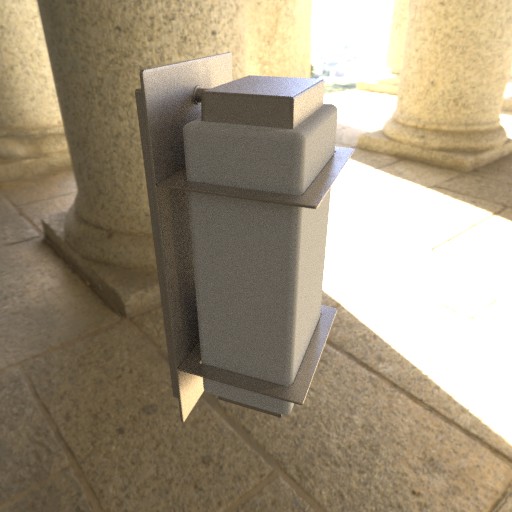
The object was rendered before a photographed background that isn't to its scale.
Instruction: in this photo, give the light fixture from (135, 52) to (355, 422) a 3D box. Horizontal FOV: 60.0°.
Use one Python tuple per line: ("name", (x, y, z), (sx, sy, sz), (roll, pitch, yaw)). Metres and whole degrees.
("light fixture", (0.000, 0.000, 0.472), (0.160, 0.380, 0.168), (10, 31, 18))
